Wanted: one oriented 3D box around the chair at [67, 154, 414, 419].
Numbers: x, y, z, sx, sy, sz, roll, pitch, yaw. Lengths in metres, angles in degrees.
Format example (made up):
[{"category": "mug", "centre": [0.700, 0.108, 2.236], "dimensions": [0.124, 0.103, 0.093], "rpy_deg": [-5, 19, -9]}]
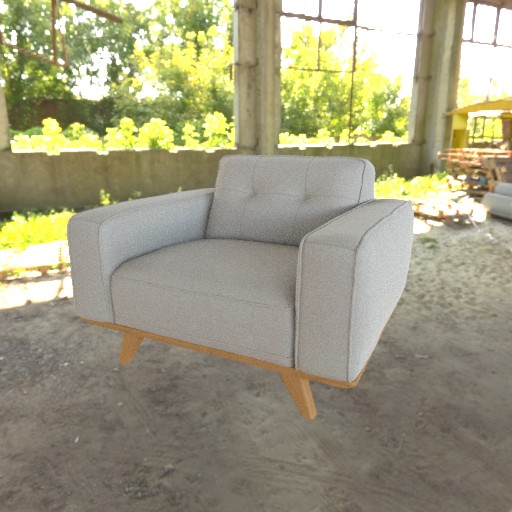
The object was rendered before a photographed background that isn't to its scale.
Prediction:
[{"category": "chair", "centre": [0.000, 0.000, 1.805], "dimensions": [1.115, 0.779, 0.953], "rpy_deg": [8, 17, 26]}]
